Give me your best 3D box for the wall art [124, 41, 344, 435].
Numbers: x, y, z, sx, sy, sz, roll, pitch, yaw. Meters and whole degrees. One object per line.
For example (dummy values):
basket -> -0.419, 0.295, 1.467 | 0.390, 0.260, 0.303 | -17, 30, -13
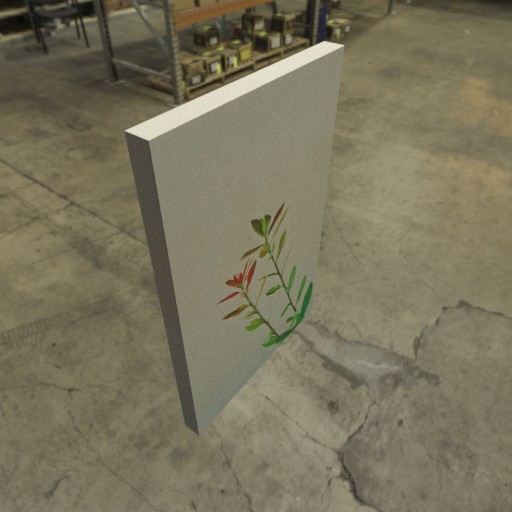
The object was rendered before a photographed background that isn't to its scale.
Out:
wall art -> 0.000, 0.000, 0.779 | 0.038, 0.611, 0.408 | 27, 48, 27
